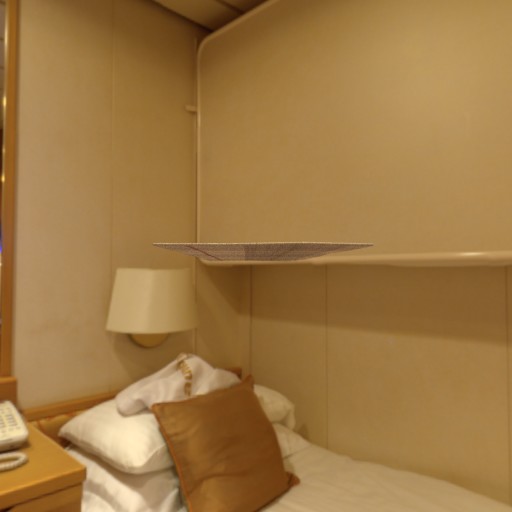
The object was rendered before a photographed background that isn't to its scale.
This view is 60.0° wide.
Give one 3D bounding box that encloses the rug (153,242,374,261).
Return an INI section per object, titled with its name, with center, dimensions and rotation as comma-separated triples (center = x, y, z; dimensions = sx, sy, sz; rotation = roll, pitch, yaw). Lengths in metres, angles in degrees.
[rug]
center = 0.000, 0.000, 2.742
dimensions = 0.762, 0.013, 2.439
rotation = 0, -2, -1
